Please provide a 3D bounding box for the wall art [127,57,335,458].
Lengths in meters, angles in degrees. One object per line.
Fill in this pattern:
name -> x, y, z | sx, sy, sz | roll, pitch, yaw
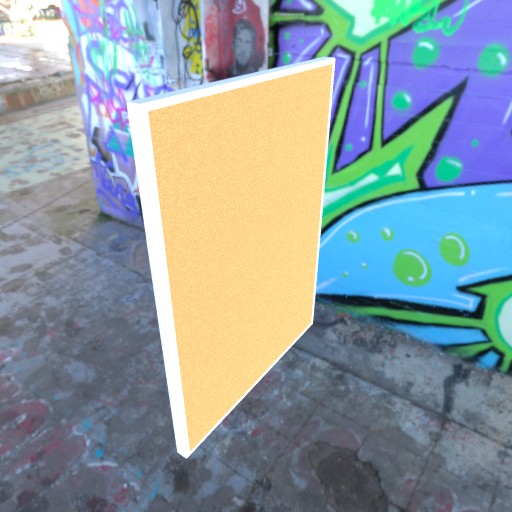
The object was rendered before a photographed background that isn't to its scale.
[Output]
wall art -> 0.000, 0.000, 1.590 | 0.046, 1.221, 0.914 | 20, 37, 30
